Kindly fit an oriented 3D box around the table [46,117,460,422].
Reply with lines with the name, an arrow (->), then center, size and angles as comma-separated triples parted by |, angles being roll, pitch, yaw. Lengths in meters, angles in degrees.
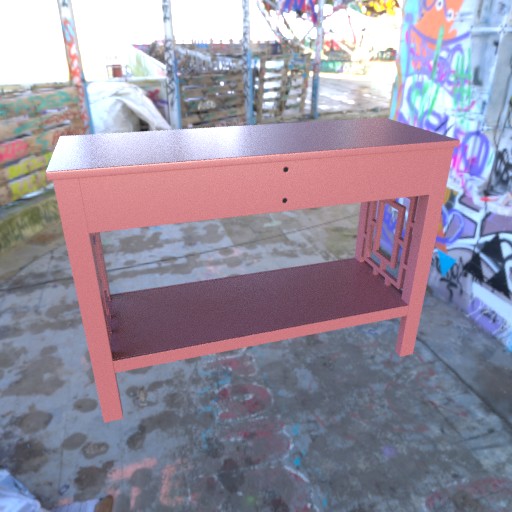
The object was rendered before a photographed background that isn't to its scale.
table -> 0.000, 0.000, 1.430 | 1.068, 0.753, 0.397 | -8, 28, -15
